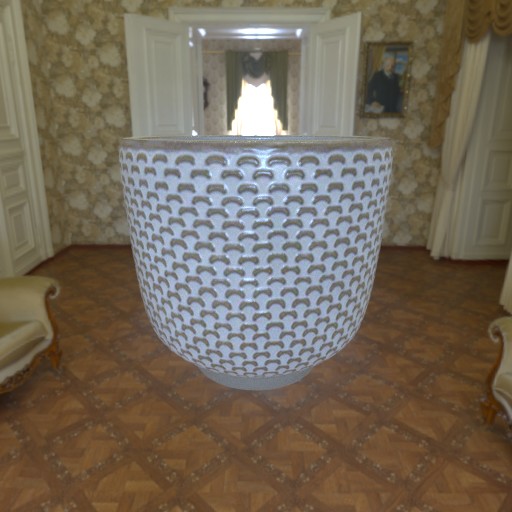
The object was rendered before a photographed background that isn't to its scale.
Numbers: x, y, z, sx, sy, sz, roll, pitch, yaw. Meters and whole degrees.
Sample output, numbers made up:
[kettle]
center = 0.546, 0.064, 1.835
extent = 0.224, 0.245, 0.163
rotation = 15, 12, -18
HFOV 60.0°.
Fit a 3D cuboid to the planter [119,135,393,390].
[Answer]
[planter]
center = 0.000, 0.000, 0.250
extent = 0.139, 0.130, 0.139
rotation = 0, 16, 0
